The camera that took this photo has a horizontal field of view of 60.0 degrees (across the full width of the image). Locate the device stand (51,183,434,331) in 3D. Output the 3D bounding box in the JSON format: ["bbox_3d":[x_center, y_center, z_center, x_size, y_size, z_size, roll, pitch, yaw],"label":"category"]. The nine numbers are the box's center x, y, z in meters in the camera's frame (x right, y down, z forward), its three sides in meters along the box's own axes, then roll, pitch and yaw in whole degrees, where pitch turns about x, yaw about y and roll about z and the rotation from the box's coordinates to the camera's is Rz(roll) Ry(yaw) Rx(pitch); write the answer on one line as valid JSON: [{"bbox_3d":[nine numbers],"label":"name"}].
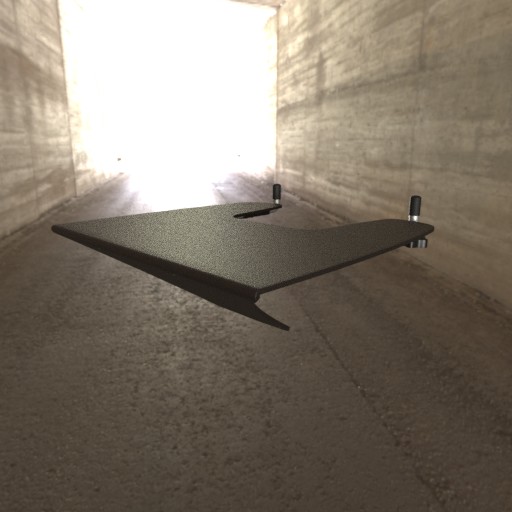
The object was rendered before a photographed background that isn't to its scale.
[{"bbox_3d":[0.000,0.000,0.357,0.230,0.092,0.230,14,20,43],"label":"device stand"}]
